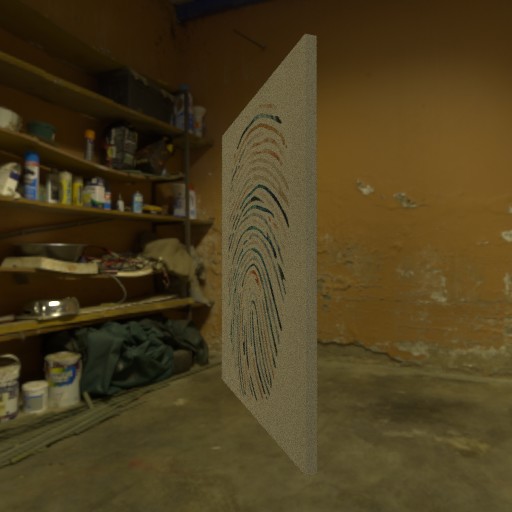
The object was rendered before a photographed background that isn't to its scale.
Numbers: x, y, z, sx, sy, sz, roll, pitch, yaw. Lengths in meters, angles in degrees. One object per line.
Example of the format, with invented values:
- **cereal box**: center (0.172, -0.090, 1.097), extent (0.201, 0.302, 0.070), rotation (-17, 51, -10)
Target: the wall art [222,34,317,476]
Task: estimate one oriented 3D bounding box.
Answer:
- **wall art**: center (0.000, 0.000, 1.006), extent (0.021, 0.710, 0.609), rotation (0, -1, -17)
